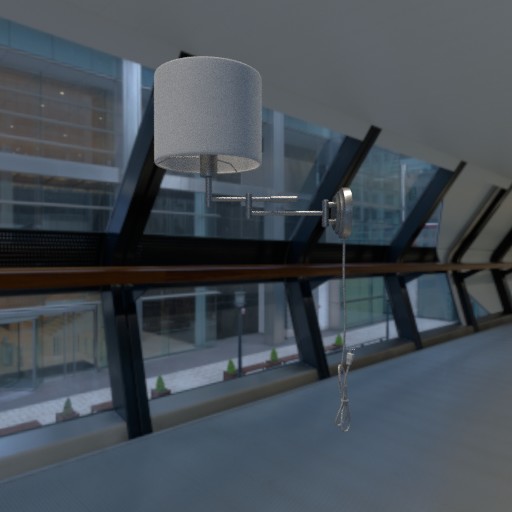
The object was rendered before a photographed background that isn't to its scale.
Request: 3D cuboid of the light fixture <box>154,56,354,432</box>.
[{"bbox_3d":[0.000,0.000,1.061,0.479,0.842,0.253,0,1,0],"label":"light fixture"}]
